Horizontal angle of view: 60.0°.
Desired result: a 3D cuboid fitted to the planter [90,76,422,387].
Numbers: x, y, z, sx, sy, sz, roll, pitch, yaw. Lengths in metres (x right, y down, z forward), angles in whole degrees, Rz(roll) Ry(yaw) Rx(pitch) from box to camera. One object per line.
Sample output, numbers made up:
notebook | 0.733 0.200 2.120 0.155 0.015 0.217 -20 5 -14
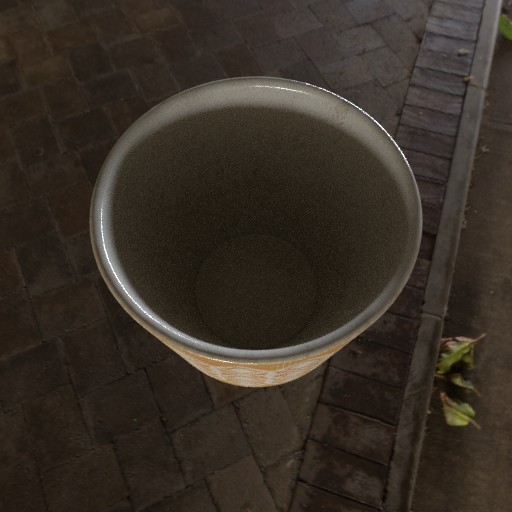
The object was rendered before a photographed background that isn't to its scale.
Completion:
planter | 0.000 0.000 0.333 0.193 0.165 0.193 0 65 0
